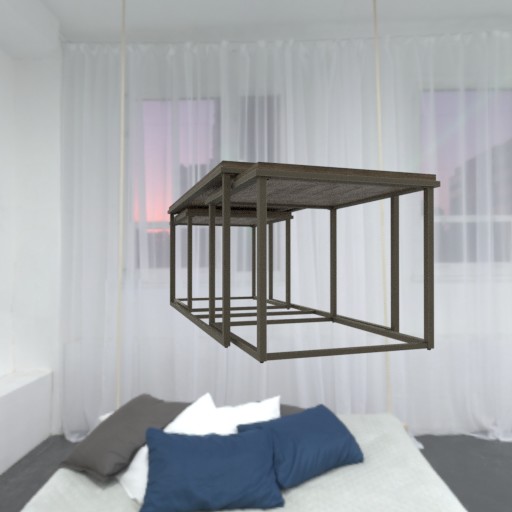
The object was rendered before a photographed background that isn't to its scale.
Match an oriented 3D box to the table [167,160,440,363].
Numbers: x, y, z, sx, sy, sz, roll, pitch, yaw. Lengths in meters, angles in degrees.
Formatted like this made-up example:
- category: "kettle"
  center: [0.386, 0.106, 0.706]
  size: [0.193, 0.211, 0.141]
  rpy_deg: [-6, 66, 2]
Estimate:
- category: "table"
  center: [0.000, 0.000, 1.538]
  size: [0.489, 0.427, 1.312]
  rpy_deg: [0, 0, -18]
